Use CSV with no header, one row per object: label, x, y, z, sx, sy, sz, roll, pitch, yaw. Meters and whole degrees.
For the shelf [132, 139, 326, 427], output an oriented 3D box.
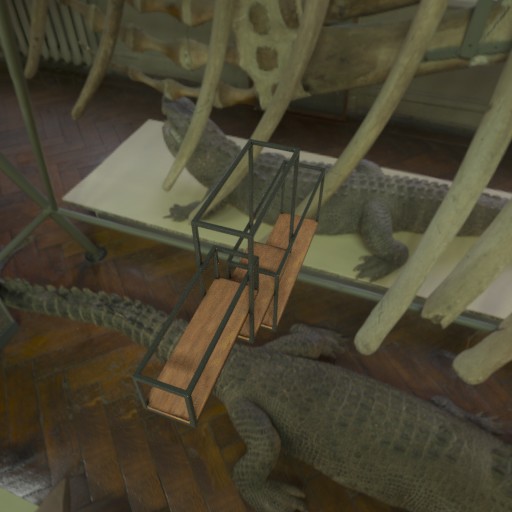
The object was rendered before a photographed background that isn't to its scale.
shelf,0.000,0.000,2.166,0.275,0.972,1.781,15,47,14
